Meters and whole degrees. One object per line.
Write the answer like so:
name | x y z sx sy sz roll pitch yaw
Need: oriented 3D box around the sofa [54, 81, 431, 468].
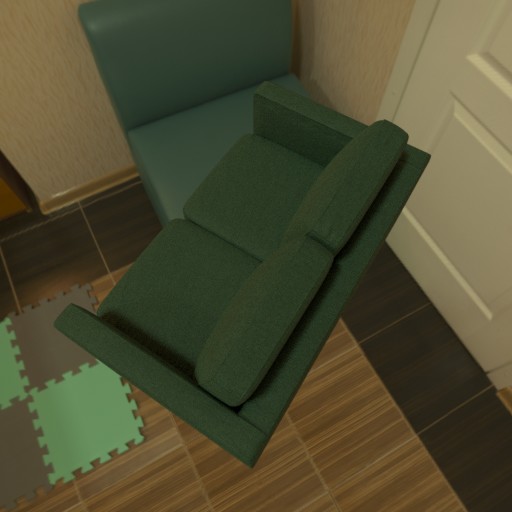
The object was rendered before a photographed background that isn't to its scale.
sofa | 0.000 0.000 1.938 0.879 0.899 1.430 30 67 14
